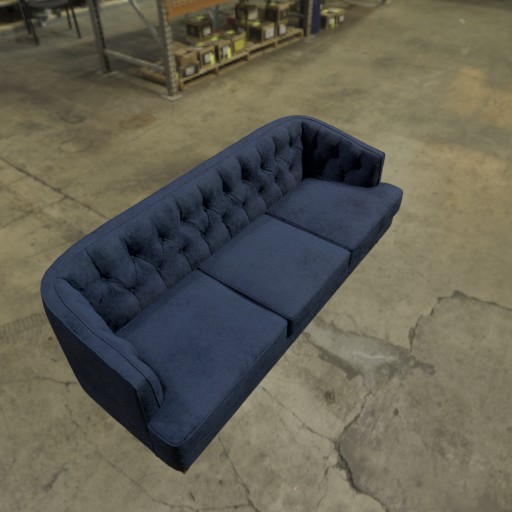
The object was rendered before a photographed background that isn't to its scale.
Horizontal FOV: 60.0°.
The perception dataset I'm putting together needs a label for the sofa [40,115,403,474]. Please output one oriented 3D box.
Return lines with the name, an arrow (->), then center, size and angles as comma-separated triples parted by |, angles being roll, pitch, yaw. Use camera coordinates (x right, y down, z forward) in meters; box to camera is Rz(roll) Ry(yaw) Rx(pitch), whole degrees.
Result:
sofa -> 0.000, 0.000, 2.623 | 0.941, 0.855, 2.278 | 26, 48, 26
